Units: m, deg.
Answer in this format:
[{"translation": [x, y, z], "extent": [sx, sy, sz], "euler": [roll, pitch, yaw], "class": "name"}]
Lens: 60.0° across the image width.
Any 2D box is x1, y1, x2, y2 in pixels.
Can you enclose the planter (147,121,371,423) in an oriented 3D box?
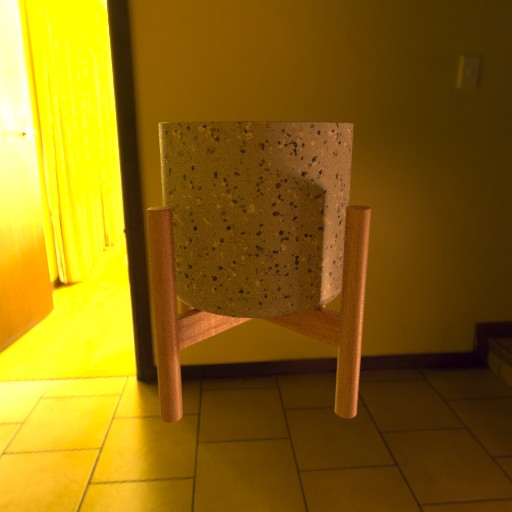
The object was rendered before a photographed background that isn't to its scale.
[{"translation": [0.000, 0.000, 0.559], "extent": [0.284, 0.320, 0.284], "euler": [-7, 17, -24], "class": "planter"}]
